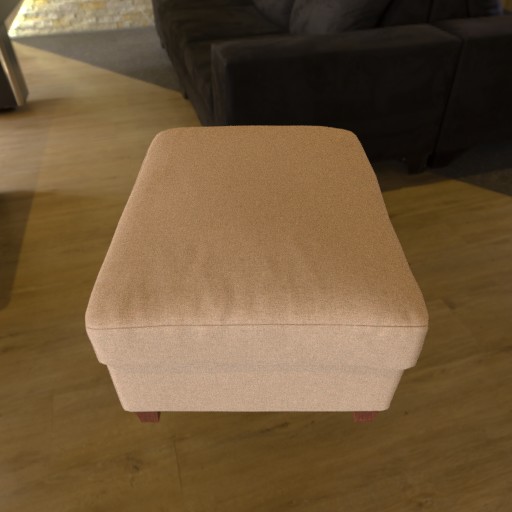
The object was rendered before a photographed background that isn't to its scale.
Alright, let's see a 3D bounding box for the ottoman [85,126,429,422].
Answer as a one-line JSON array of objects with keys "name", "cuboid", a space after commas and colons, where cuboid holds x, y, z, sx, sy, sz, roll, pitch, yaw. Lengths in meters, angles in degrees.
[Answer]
[{"name": "ottoman", "cuboid": [0.000, 0.000, 1.308, 0.692, 0.511, 0.902, 0, 40, 0]}]
